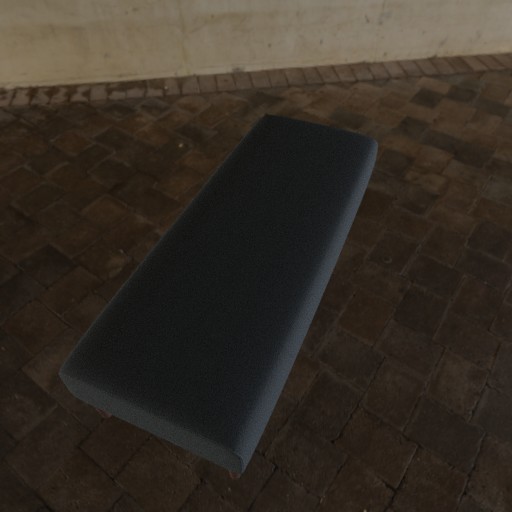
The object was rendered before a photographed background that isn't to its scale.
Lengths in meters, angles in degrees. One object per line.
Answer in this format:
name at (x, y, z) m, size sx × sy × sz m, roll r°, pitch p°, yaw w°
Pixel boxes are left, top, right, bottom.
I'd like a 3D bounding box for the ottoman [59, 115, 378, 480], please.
ottoman at (0.000, 0.000, 1.848) m, size 0.646 × 0.393 × 1.609 m, roll 18°, pitch 50°, yaw 16°
